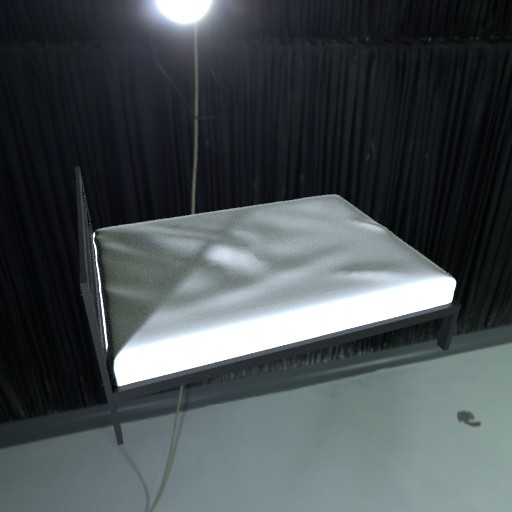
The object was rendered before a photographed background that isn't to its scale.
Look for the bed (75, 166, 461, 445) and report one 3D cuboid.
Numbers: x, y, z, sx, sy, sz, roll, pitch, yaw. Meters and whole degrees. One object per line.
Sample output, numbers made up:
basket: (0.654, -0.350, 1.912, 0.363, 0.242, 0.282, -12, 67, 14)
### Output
bed: (0.000, 0.000, 2.905, 2.062, 0.967, 1.524, -10, 31, -17)
